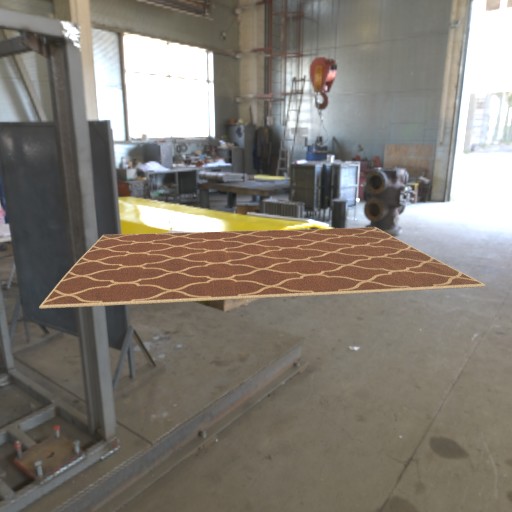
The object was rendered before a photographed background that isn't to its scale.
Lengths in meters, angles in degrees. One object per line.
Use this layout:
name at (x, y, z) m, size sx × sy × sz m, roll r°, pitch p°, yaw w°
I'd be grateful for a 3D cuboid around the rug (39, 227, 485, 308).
rug at (0.000, 0.000, 2.954) m, size 2.290 × 0.014 × 1.526 m, roll -2°, pitch 16°, yaw -7°
